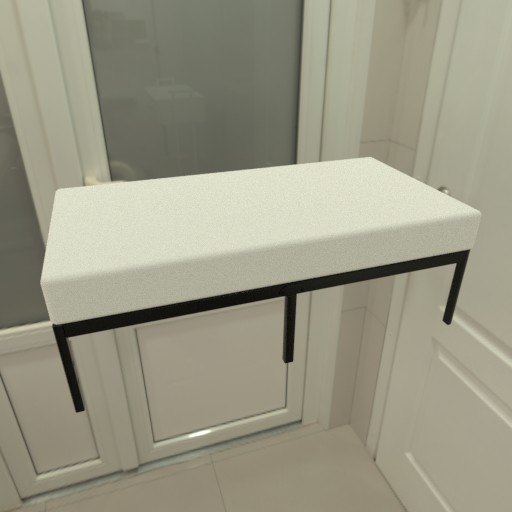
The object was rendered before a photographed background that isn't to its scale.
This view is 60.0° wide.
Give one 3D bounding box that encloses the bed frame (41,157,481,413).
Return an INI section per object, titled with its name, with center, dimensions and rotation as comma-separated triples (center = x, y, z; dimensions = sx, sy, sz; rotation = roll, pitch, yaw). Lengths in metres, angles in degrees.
[bed frame]
center = 0.000, 0.000, 2.404
dimensions = 1.950, 0.659, 1.023
rotation = -9, 30, -16
